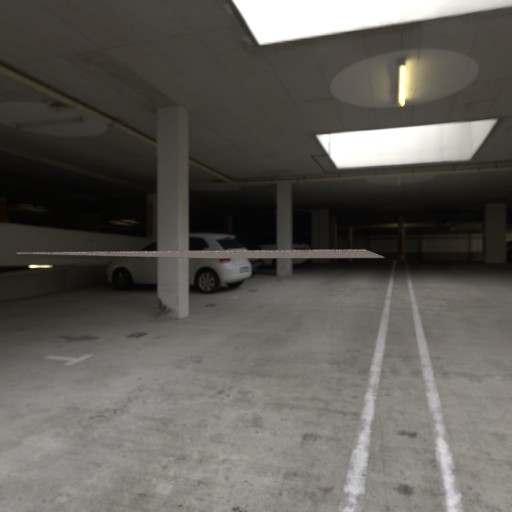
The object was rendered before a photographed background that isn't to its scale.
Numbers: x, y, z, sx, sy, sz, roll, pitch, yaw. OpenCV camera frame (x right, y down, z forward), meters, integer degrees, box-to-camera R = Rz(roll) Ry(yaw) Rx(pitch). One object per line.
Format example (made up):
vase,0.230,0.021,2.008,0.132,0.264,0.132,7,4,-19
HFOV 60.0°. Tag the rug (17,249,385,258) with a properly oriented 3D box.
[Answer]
rug,0.000,0.000,2.273,1.219,0.005,1.829,0,-1,18
